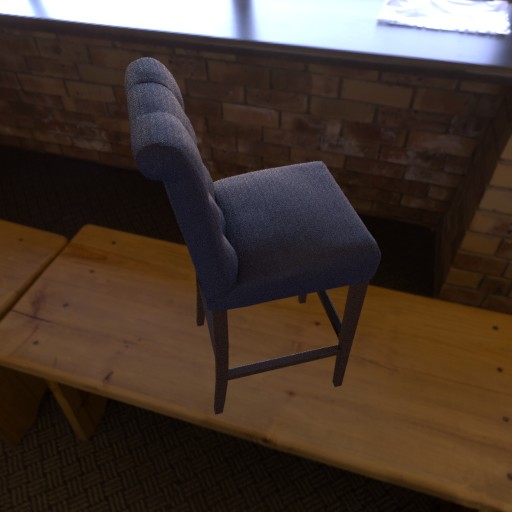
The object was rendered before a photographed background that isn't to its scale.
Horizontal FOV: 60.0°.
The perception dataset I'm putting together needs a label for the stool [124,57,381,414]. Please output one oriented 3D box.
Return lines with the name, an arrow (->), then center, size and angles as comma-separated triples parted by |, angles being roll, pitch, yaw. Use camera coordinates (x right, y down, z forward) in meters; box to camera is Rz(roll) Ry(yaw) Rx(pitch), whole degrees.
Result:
stool -> 0.000, 0.000, 1.430 | 0.601, 1.140, 0.493 | -10, 46, -10
